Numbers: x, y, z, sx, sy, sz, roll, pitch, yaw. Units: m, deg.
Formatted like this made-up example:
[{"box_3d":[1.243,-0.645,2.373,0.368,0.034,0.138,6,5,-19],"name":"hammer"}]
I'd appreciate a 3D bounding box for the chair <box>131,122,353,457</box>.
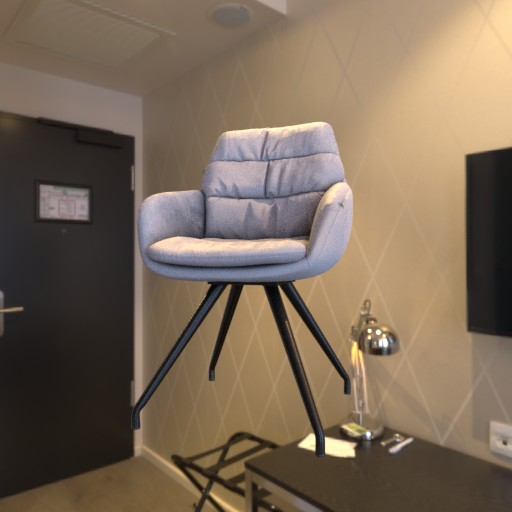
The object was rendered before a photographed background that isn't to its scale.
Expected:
[{"box_3d":[0.000,0.000,1.305,0.579,0.888,0.569,0,0,19],"name":"chair"}]
